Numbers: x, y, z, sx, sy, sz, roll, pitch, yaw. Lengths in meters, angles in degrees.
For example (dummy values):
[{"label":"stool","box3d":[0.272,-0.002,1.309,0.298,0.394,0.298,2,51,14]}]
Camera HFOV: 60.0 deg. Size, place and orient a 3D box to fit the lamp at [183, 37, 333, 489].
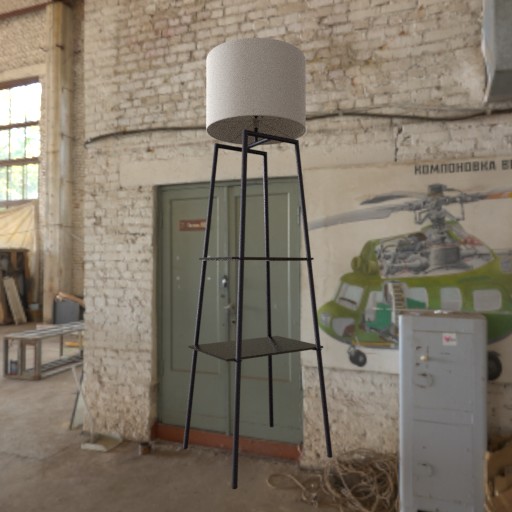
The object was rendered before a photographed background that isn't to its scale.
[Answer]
[{"label":"lamp","box3d":[0.000,0.000,1.674,0.427,1.474,0.384,1,-1,-34]}]
